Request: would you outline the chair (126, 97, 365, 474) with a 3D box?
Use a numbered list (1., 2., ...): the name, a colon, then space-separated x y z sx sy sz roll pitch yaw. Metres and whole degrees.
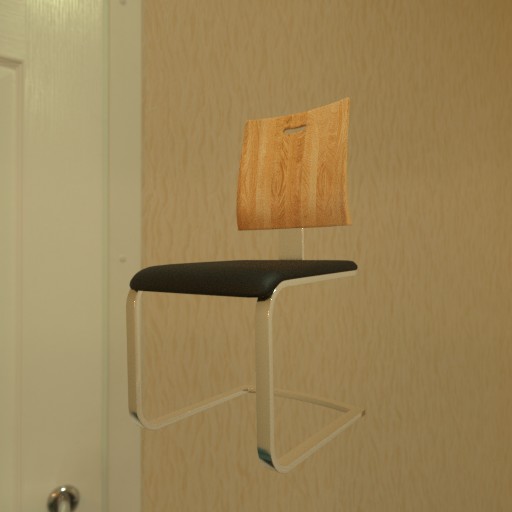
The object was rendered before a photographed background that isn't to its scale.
1. chair: 0.000 0.000 1.244 0.462 0.936 0.560 0 -1 36
